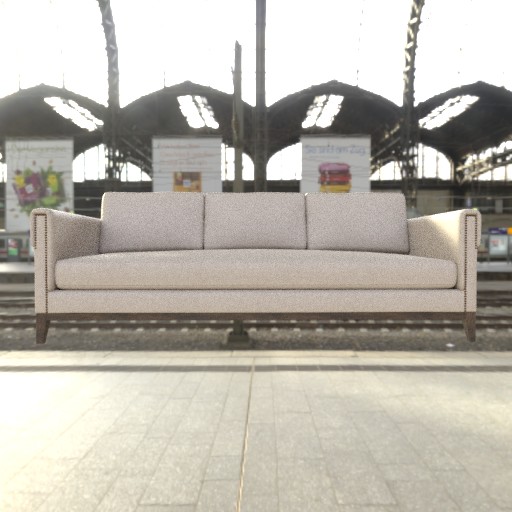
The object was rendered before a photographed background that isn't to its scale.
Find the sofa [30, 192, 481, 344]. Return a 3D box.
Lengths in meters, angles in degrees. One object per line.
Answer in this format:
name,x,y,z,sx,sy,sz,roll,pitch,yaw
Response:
sofa,0.000,0.000,2.633,2.210,0.838,0.959,0,1,-1
